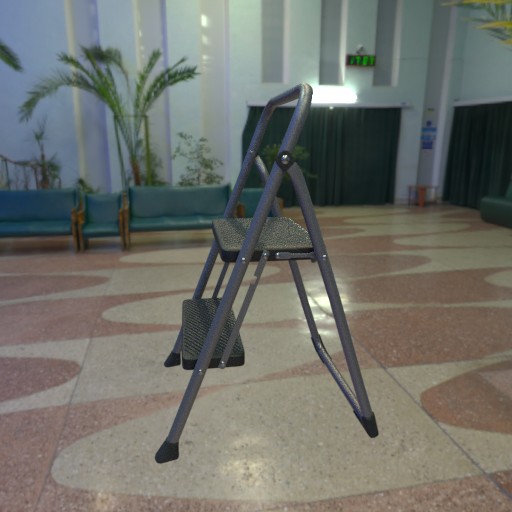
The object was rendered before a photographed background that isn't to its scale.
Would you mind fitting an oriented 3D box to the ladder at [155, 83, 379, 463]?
[{"bbox_3d":[0.000,0.000,1.024,0.472,0.720,0.430,-2,15,-8],"label":"ladder"}]
